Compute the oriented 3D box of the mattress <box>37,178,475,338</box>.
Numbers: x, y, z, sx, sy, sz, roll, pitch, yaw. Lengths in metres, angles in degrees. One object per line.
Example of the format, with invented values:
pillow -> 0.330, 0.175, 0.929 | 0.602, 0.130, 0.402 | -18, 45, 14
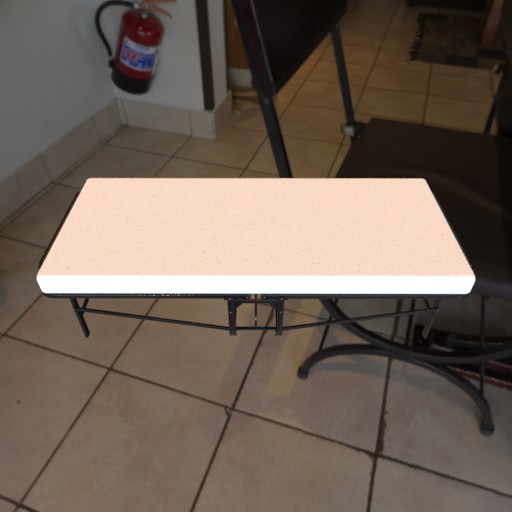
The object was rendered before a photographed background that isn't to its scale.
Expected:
mattress -> 0.000, 0.000, 2.579 | 2.153, 0.519, 0.922 | 0, 42, 0
